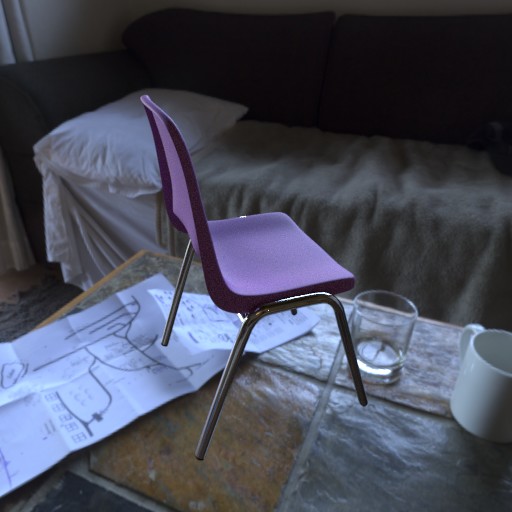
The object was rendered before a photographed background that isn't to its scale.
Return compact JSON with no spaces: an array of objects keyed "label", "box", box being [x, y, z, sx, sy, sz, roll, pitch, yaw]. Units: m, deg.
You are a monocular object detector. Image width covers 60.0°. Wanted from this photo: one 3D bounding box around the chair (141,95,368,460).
[{"label":"chair","box":[0.000,0.000,0.704,0.301,0.493,0.291,-11,31,-18]}]
